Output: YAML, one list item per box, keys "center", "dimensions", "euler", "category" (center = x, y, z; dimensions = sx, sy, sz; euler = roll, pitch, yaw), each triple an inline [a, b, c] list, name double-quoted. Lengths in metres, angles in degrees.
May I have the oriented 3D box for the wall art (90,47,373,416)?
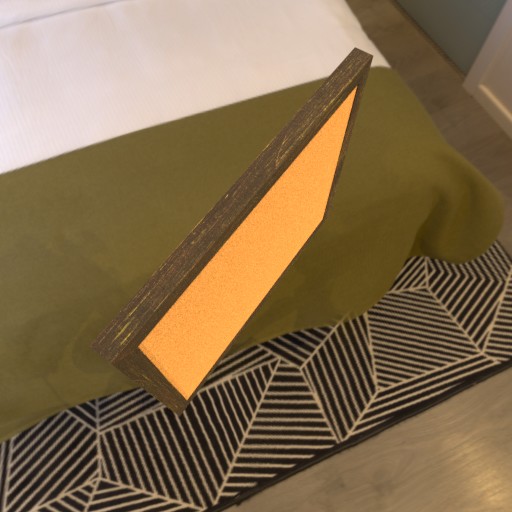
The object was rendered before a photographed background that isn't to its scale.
- center: [0.000, 0.000, 0.765]
  dimensions: [0.032, 0.457, 0.558]
  euler: [32, 68, 15]
  category: "wall art"
